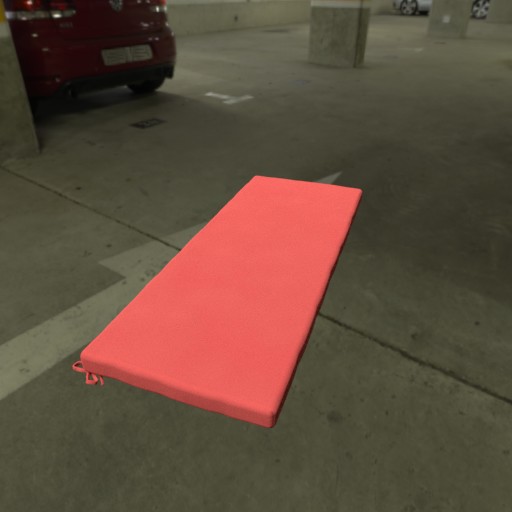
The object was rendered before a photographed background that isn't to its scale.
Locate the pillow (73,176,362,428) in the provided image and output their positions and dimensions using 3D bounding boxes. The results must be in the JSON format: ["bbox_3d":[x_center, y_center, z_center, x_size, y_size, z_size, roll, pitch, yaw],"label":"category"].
[{"bbox_3d":[0.000,0.000,1.379,0.492,0.081,1.187,11,33,17],"label":"pillow"}]
